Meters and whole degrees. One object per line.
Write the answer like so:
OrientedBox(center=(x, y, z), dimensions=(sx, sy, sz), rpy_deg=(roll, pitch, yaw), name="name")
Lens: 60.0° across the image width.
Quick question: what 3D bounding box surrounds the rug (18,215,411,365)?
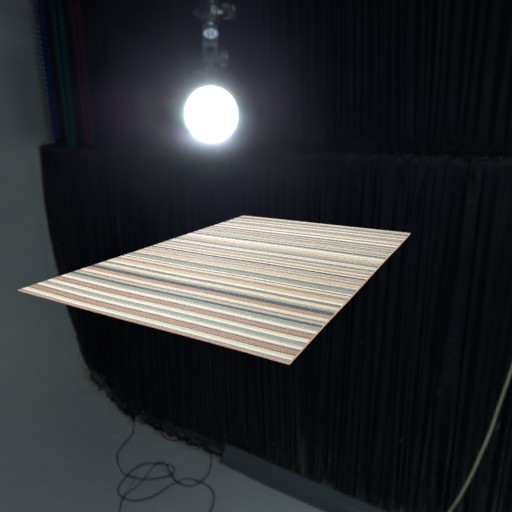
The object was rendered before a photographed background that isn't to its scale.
OrientedBox(center=(0.000, 0.000, 2.294), dimensions=(1.219, 0.008, 1.829), rpy_deg=(9, 18, 28), name="rug")
